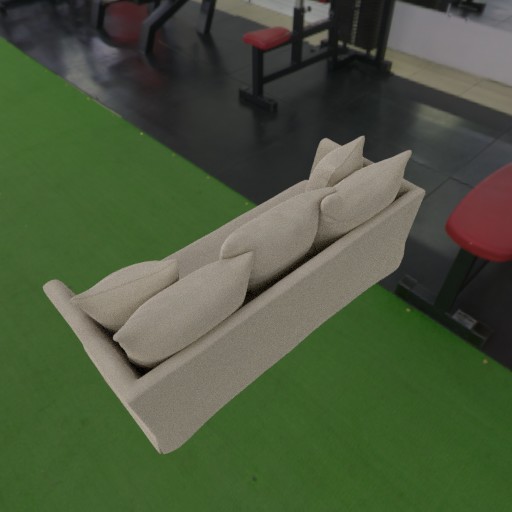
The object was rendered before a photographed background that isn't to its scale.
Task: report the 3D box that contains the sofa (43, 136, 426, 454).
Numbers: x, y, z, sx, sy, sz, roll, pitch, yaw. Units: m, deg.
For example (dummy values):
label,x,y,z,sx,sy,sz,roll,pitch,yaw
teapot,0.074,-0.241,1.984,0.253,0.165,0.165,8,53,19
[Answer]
label,x,y,z,sx,sy,sz,roll,pitch,yaw
sofa,0.000,0.000,3.082,2.499,1.047,1.046,-33,54,-28
